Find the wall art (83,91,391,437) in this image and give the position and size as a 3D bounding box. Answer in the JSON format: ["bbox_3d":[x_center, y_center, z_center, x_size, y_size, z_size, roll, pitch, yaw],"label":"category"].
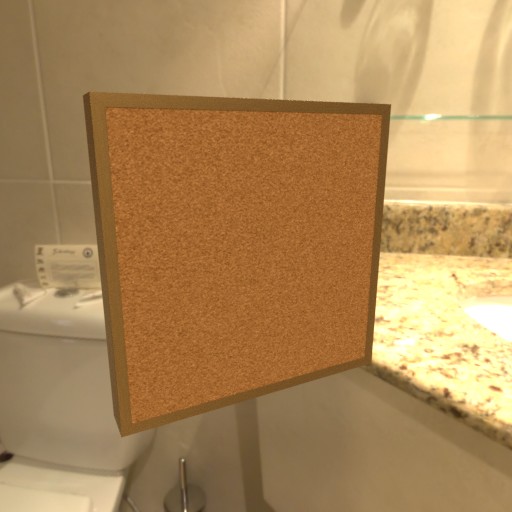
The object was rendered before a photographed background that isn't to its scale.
[{"bbox_3d":[0.000,0.000,0.459,0.304,0.305,0.038,-8,17,-26],"label":"wall art"}]
